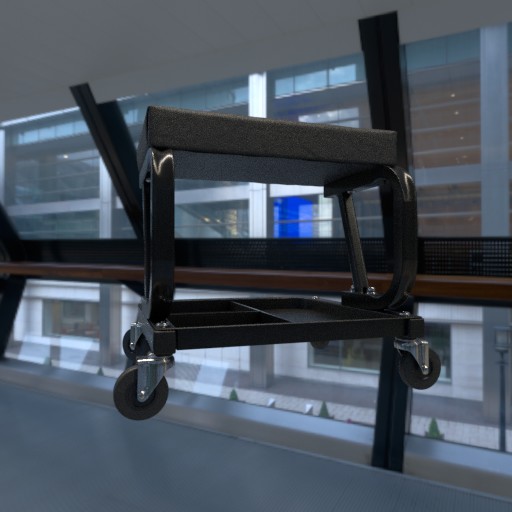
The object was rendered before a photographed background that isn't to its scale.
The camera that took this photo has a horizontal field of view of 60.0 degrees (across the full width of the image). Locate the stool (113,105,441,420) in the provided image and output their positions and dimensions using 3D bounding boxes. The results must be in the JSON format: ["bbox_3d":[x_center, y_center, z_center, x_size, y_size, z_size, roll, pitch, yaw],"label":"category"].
[{"bbox_3d":[0.000,0.000,0.726,0.446,0.380,0.371,0,-1,-18],"label":"stool"}]
